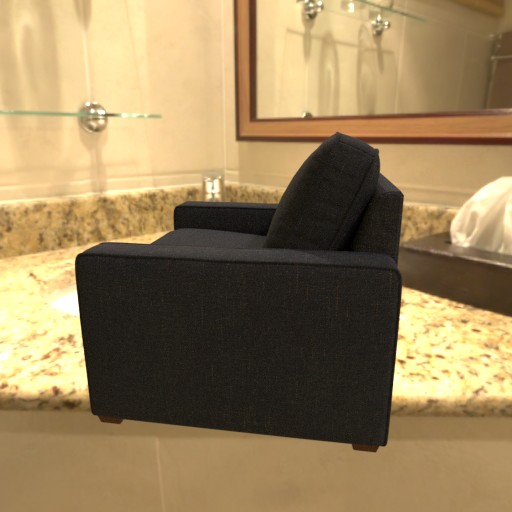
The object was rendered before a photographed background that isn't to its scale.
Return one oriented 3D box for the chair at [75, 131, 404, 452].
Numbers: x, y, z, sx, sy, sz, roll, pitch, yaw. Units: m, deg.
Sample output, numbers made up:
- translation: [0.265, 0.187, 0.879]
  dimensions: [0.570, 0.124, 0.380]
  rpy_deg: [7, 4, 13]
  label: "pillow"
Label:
- translation: [0.000, 0.000, 1.701]
  dimensions: [0.940, 0.919, 1.017]
  rpy_deg: [3, 16, 9]
  label: "chair"
